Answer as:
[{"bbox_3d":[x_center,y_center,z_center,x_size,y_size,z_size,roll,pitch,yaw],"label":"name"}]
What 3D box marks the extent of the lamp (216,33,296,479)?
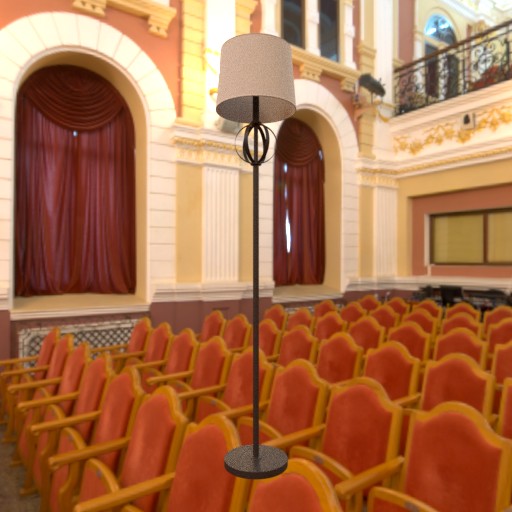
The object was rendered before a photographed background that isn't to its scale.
[{"bbox_3d":[0.000,0.000,1.569,0.286,1.462,0.286,1,-1,-35],"label":"lamp"}]
